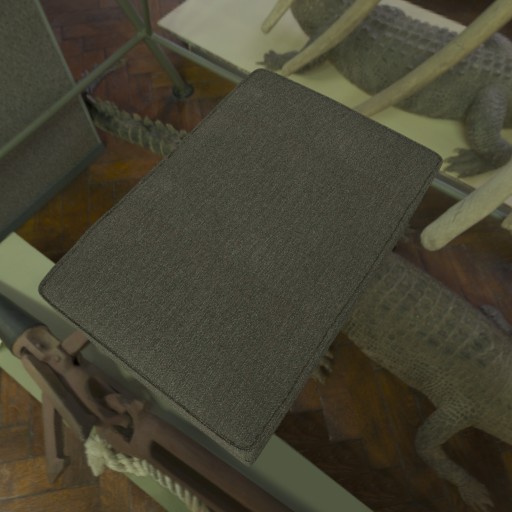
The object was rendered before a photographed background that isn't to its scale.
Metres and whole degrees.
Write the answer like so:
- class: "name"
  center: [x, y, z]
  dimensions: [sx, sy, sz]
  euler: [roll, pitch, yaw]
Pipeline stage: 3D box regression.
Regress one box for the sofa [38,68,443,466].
- class: "sofa"
  center: [0.000, 0.000, 1.193]
  dimensions: [0.578, 0.457, 0.854]
  euler: [32, 67, 15]
